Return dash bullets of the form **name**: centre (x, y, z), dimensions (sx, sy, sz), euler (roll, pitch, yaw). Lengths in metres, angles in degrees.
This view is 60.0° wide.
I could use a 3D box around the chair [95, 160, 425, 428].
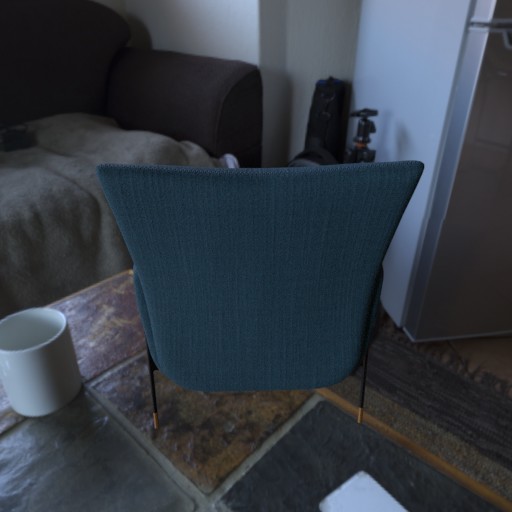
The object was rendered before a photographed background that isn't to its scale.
- **chair**: centre (0.000, 0.000, 1.413), dimensions (0.678, 0.859, 0.769), euler (-1, 31, -1)
